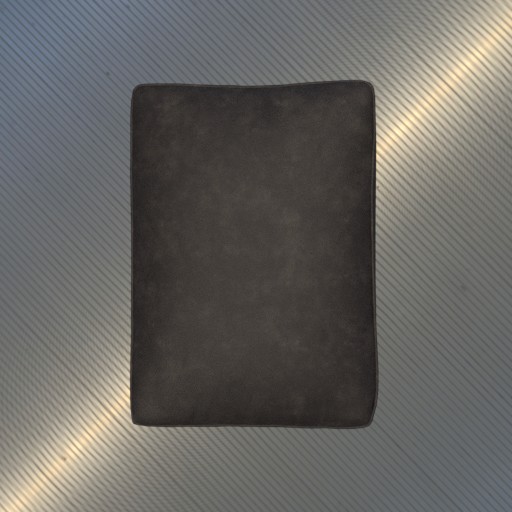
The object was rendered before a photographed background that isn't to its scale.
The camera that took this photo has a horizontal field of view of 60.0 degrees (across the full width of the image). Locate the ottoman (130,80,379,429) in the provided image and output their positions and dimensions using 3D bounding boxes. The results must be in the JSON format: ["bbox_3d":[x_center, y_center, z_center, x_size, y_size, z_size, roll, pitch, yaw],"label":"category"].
[{"bbox_3d":[0.000,0.000,0.998,0.501,0.413,0.665,0,90,2],"label":"ottoman"}]
